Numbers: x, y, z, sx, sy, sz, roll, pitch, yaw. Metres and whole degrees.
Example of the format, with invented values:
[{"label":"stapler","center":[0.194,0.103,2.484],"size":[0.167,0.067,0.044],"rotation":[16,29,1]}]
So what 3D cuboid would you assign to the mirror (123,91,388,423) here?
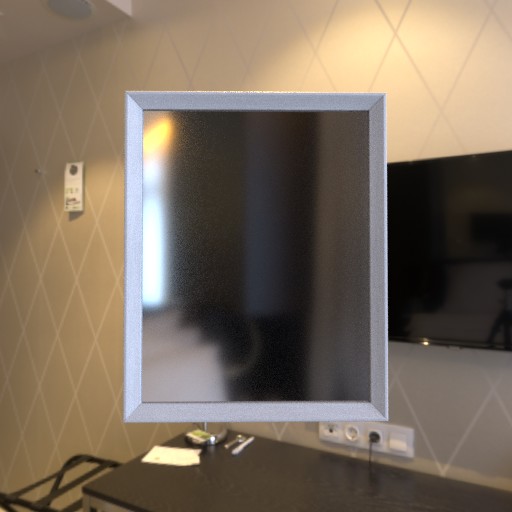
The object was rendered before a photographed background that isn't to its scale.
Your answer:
[{"label":"mirror","center":[0.000,0.000,0.702],"size":[0.406,0.509,0.041],"rotation":[0,-1,-1]}]
